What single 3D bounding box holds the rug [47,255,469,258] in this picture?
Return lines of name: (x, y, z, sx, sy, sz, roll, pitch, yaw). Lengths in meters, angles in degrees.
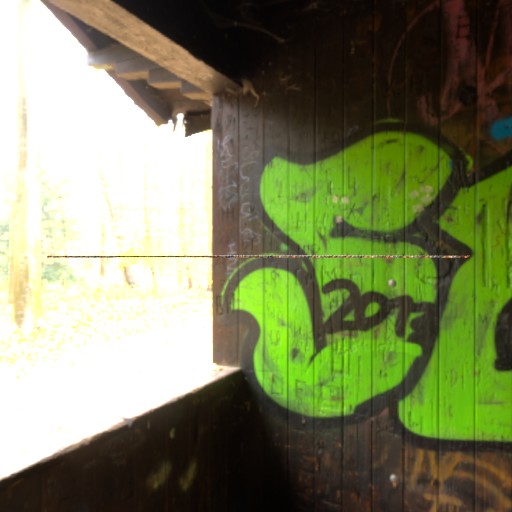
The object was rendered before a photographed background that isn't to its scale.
rug: (0.000, 0.000, 4.182, 2.439, 0.015, 3.274, 0, 0, -1)
